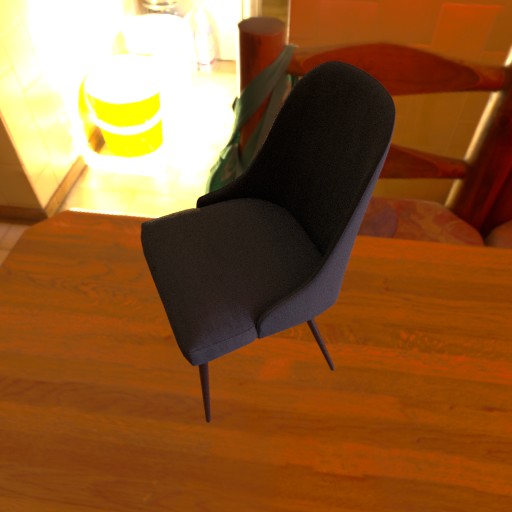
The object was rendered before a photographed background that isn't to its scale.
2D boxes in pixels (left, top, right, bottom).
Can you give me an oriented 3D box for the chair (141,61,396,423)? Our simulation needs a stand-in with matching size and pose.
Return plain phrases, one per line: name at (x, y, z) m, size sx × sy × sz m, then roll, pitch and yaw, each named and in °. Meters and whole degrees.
chair at (0.000, 0.000, 1.211) m, size 0.559 × 0.896 × 0.478 m, roll -17°, pitch 50°, yaw -15°
